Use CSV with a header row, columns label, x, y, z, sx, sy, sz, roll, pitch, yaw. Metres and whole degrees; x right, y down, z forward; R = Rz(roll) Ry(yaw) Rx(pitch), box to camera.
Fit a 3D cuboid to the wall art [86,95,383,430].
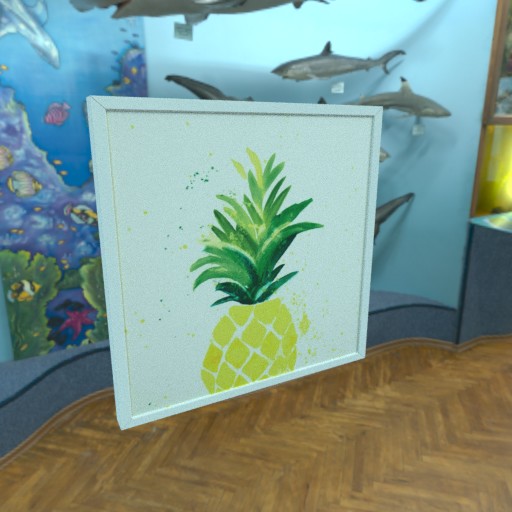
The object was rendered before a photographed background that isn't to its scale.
label,x,y,z,sx,sy,sz,roll,pitch,yaw
wall art,0.000,0.000,0.468,0.307,0.307,0.020,-8,17,-27
